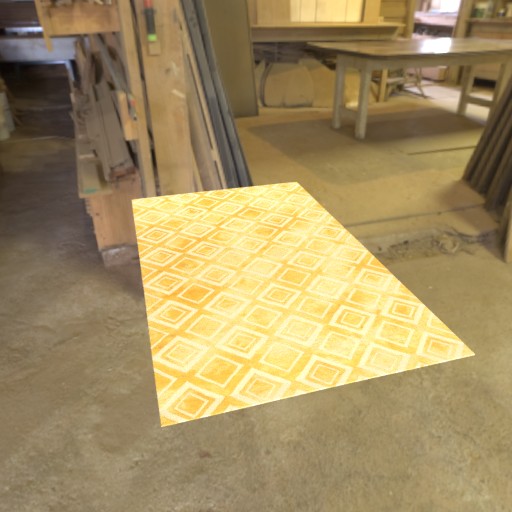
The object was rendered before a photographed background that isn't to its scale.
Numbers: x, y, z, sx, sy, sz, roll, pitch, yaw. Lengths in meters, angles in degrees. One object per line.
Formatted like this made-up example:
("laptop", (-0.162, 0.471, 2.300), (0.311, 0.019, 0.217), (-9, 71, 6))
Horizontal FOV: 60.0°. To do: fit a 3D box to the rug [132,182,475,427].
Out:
("rug", (0.000, 0.000, 2.977), (1.511, 0.010, 2.424), (-8, 31, -14))
